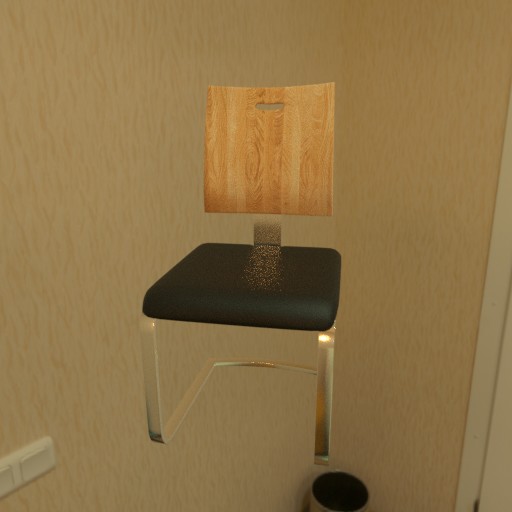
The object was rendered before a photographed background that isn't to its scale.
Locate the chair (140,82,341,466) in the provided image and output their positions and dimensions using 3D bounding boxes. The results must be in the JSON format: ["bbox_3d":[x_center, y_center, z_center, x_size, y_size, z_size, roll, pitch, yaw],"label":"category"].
[{"bbox_3d":[0.000,0.000,1.216,0.462,0.936,0.560,3,15,11],"label":"chair"}]
